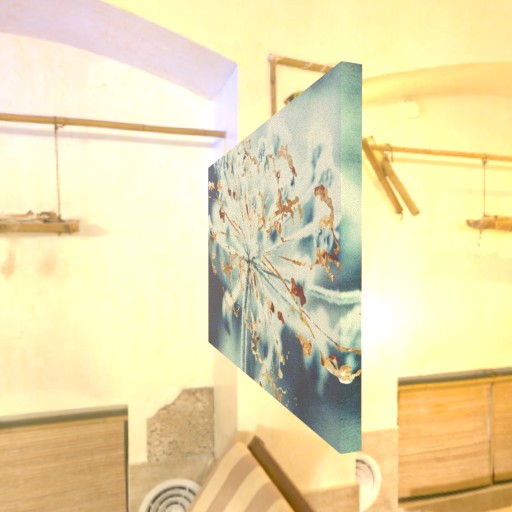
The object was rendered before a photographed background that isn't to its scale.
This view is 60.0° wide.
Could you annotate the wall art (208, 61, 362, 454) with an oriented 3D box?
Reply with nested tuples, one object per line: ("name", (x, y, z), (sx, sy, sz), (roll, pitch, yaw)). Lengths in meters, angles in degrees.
("wall art", (0.000, 0.000, 1.122), (0.038, 0.608, 0.912), (0, 0, -19))
